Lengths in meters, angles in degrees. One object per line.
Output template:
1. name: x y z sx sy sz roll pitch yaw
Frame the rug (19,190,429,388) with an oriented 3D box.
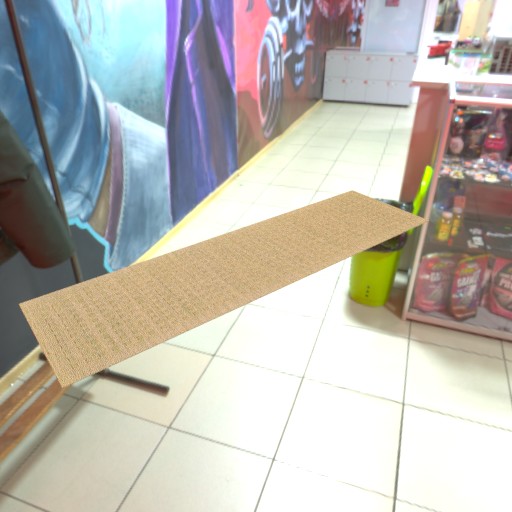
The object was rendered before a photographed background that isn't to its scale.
1. rug: 0.000 0.000 2.602 2.437 0.006 0.686 -21 37 -32
